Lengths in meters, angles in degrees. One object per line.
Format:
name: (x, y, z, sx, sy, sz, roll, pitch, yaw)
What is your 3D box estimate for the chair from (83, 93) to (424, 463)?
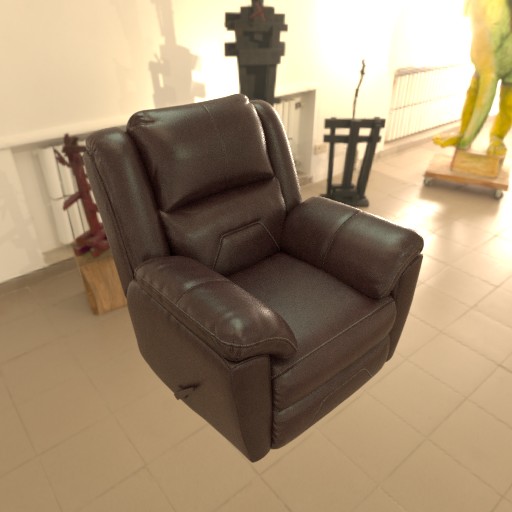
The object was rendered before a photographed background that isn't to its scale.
chair: (0.000, 0.000, 1.829, 0.990, 1.093, 1.041, -24, 39, -33)
